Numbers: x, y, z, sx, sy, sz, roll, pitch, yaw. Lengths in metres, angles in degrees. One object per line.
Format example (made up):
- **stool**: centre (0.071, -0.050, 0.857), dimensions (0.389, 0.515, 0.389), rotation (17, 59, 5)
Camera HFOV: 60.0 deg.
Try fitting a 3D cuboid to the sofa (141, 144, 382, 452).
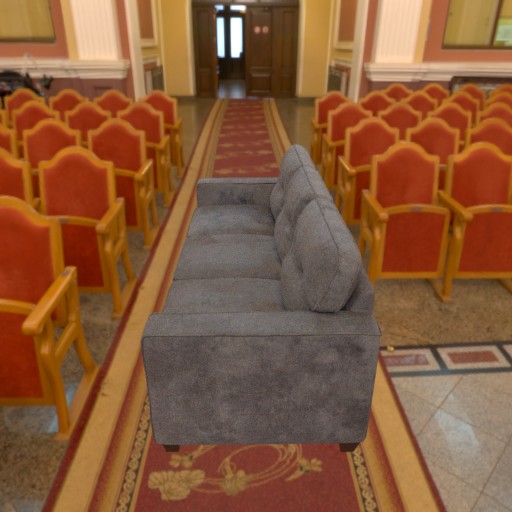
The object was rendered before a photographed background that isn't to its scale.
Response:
- **sofa**: centre (0.000, 0.000, 2.674), dimensions (0.939, 0.965, 2.133), rotation (0, 26, -1)
